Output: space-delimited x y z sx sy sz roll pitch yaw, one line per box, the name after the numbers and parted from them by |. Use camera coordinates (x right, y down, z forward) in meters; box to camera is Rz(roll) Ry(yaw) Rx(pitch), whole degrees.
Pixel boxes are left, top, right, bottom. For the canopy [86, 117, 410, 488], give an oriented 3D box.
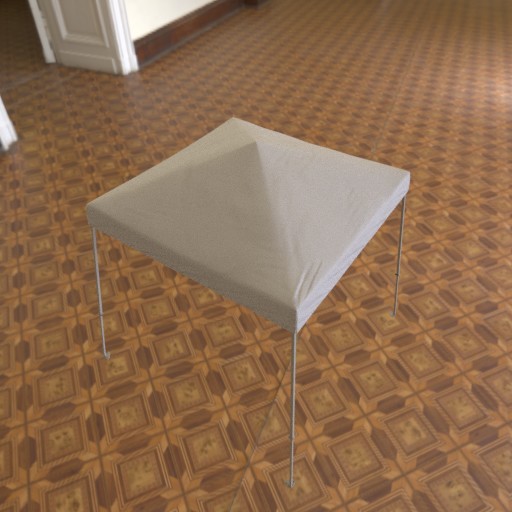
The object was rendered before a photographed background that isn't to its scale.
0.000 0.000 6.392 3.599 3.600 3.600 25 48 25 | canopy
